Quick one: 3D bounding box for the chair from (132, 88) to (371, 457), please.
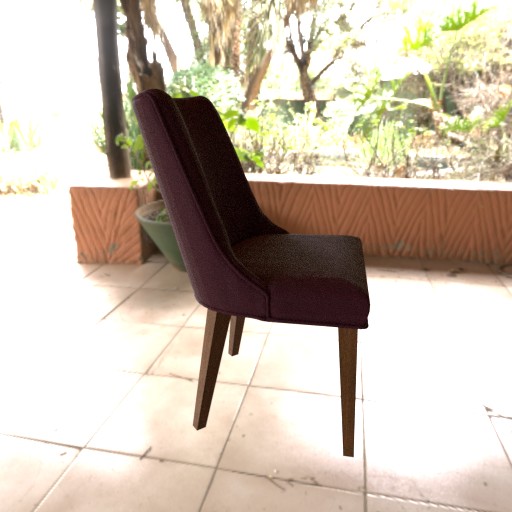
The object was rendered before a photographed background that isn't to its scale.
[{"bbox_3d":[0.000,0.000,1.317,0.638,0.916,0.548,3,18,10],"label":"chair"}]
